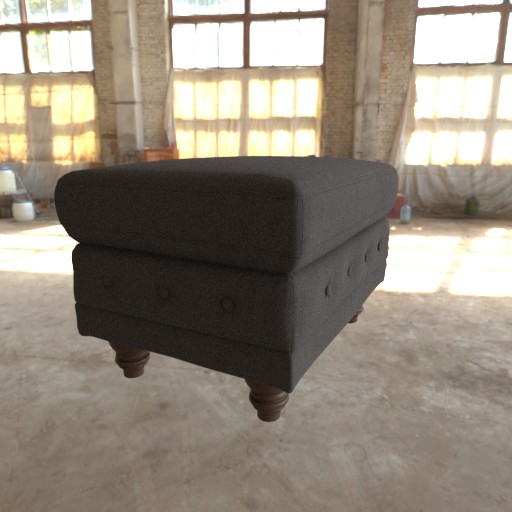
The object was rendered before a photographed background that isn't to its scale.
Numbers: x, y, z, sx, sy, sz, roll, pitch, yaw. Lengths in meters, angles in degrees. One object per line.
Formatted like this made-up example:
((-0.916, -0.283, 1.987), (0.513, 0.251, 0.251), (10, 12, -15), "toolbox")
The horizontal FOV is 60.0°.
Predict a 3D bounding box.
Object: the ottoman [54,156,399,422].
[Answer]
((0.000, 0.000, 1.145), (0.569, 0.500, 0.771), (7, 16, 27), "ottoman")
